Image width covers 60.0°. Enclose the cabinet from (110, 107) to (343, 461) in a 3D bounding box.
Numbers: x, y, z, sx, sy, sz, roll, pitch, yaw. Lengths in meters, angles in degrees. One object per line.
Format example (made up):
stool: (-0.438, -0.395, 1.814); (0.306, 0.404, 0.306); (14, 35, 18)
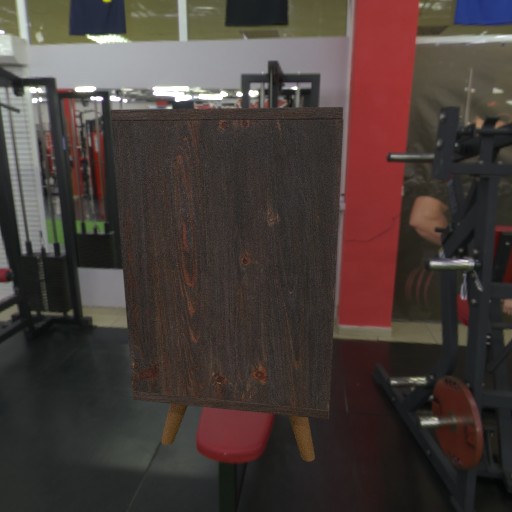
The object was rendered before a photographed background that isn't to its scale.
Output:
cabinet: (0.000, 0.000, 1.522); (0.529, 0.897, 1.023); (2, 15, 9)
